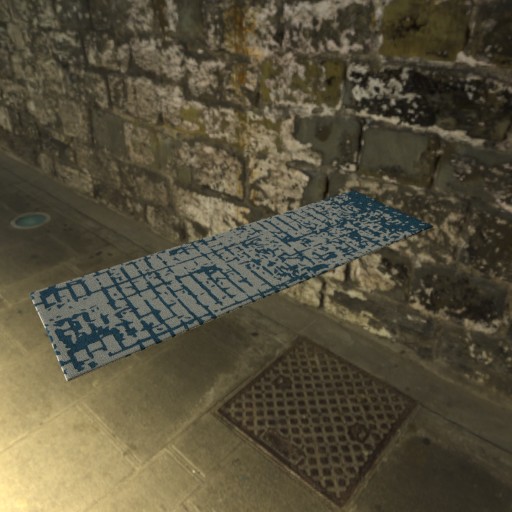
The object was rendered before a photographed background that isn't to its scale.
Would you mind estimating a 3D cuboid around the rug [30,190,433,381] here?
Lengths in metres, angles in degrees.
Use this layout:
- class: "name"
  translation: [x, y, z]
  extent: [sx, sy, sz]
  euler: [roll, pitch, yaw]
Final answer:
- class: "rug"
  translation: [0.000, 0.000, 2.702]
  extent: [2.435, 0.011, 0.750]
  euler: [-20, 37, -29]
